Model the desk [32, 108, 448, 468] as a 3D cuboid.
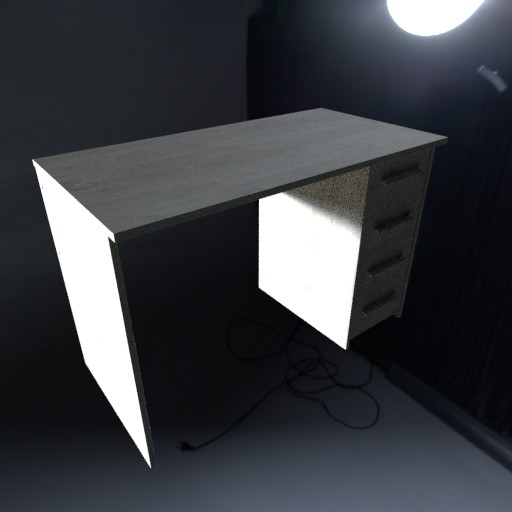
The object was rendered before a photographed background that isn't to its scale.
[{"bbox_3d":[0.000,0.000,1.475,1.096,0.730,0.560,-21,36,-32],"label":"desk"}]
